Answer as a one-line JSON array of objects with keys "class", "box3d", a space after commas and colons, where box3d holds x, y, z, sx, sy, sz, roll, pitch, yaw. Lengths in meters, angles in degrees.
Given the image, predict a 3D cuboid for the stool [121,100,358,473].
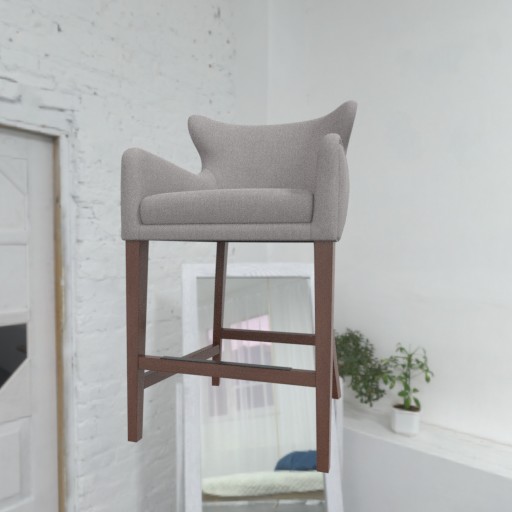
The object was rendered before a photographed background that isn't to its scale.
[{"class": "stool", "box3d": [0.000, 0.000, 1.326, 0.575, 0.951, 0.575, 1, 2, 18]}]
